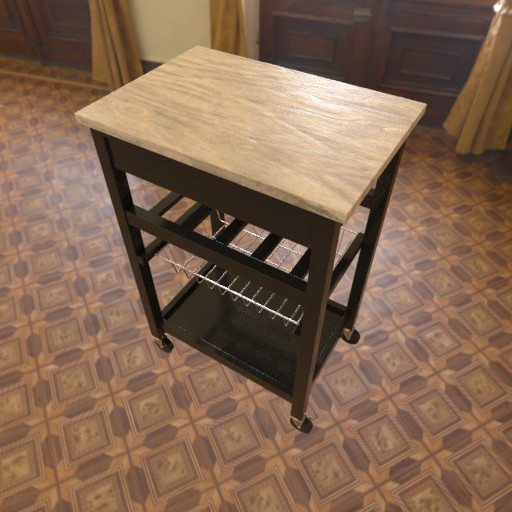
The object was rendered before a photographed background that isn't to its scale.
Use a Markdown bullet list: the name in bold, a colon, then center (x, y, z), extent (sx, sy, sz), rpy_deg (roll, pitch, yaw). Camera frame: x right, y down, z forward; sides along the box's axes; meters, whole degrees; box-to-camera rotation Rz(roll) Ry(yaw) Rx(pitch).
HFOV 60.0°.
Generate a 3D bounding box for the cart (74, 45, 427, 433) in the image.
- **cart**: center (0.000, 0.000, 1.178), extent (0.584, 0.839, 0.403), rpy_deg (24, 51, 21)
